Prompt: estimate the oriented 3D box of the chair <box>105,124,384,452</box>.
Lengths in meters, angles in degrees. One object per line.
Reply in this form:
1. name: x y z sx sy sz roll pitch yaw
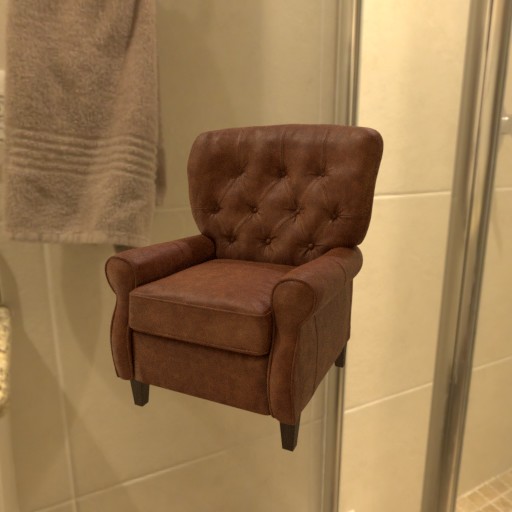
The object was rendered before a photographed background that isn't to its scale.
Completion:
1. chair: 0.000 0.000 1.955 0.951 1.164 1.059 6 14 25
